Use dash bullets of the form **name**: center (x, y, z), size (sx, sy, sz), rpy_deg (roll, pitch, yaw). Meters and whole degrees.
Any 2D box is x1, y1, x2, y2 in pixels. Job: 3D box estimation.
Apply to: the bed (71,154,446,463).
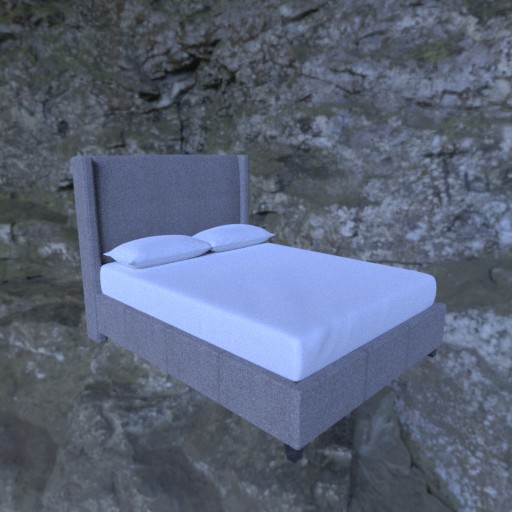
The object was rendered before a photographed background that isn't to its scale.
- **bed**: center (0.000, 0.000, 3.342), size (2.245, 1.476, 1.714), rpy_deg (13, 18, 43)
